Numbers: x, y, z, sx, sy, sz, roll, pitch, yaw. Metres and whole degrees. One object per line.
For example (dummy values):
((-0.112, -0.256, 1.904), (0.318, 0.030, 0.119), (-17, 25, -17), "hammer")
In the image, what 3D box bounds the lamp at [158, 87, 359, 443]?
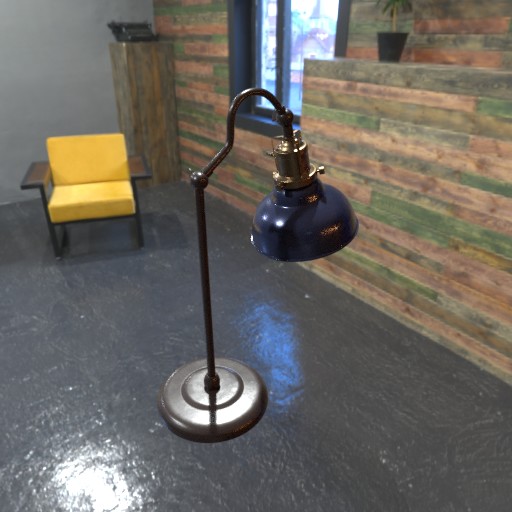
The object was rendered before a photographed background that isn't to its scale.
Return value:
((0.000, 0.000, 0.712), (0.374, 0.508, 0.192), (-17, 31, -30), "lamp")
